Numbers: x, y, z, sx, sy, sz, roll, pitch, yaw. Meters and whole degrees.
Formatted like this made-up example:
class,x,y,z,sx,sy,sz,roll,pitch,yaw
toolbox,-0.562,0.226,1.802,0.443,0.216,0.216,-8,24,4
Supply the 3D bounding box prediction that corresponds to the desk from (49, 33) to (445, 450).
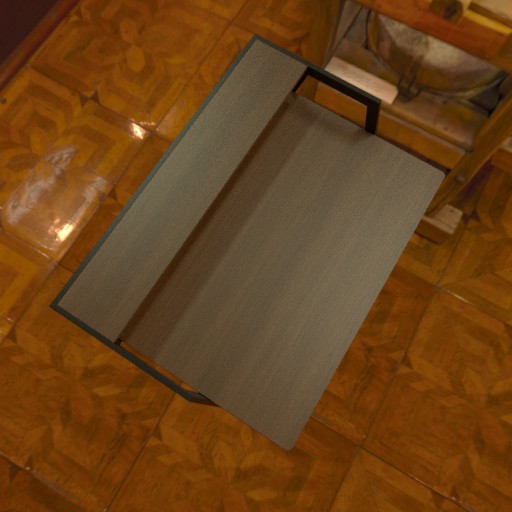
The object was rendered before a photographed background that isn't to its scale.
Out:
class,x,y,z,sx,sy,sz,roll,pitch,yaw
desk,0.000,0.000,1.865,0.936,0.998,1.143,31,77,8
